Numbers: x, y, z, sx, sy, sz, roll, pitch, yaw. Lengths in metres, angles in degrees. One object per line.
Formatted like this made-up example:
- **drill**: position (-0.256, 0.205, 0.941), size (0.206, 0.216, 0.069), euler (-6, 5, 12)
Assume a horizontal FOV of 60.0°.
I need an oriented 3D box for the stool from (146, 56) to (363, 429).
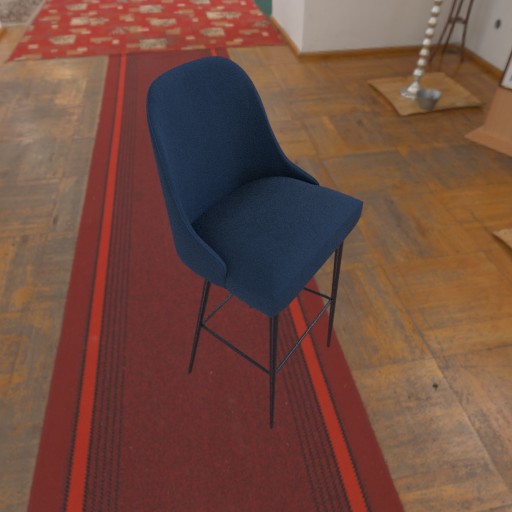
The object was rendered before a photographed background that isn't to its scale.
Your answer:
- **stool**: position (0.000, 0.000, 1.407), size (0.489, 1.079, 0.527), euler (25, 47, 25)
